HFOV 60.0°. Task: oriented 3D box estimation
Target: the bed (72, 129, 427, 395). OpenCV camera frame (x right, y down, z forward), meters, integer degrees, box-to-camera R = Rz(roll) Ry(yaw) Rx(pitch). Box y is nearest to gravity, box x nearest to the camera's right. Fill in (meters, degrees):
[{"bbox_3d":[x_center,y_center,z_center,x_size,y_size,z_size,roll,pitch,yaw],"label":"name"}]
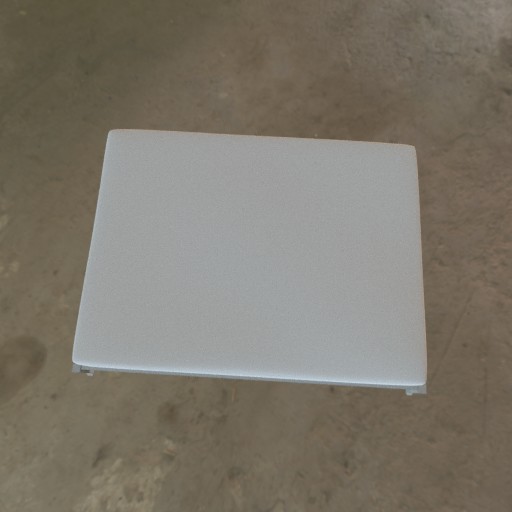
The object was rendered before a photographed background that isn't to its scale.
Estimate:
[{"bbox_3d":[0.000,0.000,2.848,2.108,0.510,1.604,3,74,1],"label":"bed"}]
